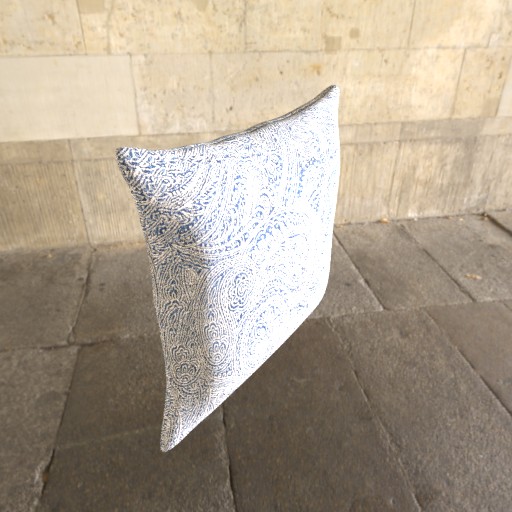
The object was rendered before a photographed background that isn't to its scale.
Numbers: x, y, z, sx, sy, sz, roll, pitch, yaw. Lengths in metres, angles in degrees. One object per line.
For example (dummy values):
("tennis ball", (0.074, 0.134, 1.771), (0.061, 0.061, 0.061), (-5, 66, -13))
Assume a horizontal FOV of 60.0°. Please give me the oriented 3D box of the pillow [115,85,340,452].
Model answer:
("pillow", (0.000, 0.000, 0.782), (0.166, 0.510, 0.523), (20, 36, 30))
